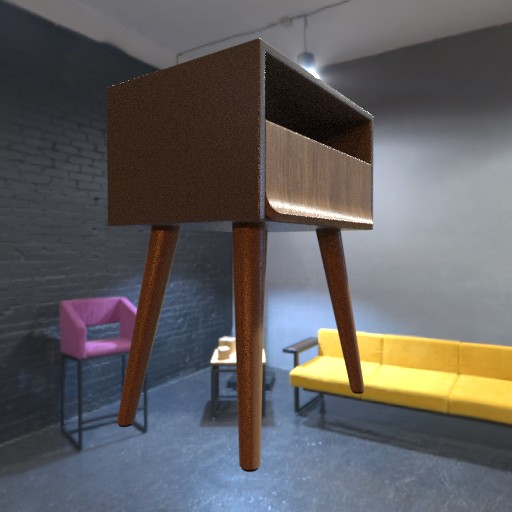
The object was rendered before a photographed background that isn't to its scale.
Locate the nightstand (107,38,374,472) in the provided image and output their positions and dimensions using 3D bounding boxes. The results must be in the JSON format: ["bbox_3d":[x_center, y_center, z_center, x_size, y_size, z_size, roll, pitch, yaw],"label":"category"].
[{"bbox_3d":[0.000,0.000,0.738,0.288,0.508,0.370,1,1,35],"label":"nightstand"}]
